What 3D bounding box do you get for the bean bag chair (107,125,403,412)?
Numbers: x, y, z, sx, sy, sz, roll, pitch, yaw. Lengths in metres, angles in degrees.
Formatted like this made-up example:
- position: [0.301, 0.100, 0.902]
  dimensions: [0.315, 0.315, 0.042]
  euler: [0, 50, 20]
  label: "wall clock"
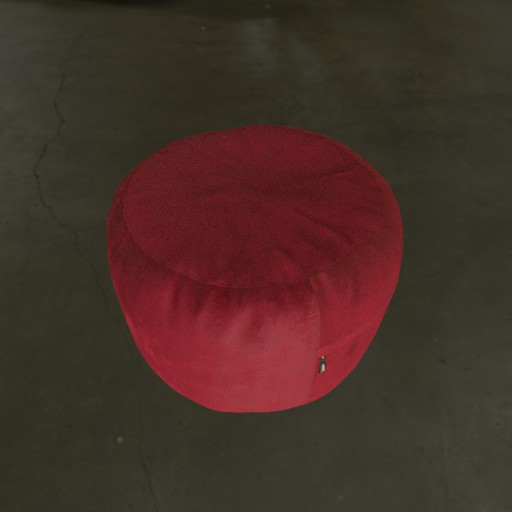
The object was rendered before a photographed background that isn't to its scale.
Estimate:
- position: [0.000, 0.000, 1.968]
  dimensions: [1.219, 0.762, 1.219]
  euler: [0, 45, 0]
  label: "bean bag chair"
